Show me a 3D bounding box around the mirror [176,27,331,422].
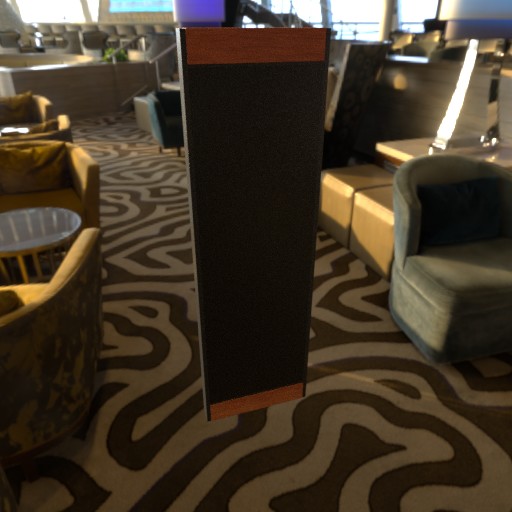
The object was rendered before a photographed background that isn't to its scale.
[{"bbox_3d":[0.000,0.000,1.226,0.343,1.123,0.047,-9,29,-16],"label":"mirror"}]
